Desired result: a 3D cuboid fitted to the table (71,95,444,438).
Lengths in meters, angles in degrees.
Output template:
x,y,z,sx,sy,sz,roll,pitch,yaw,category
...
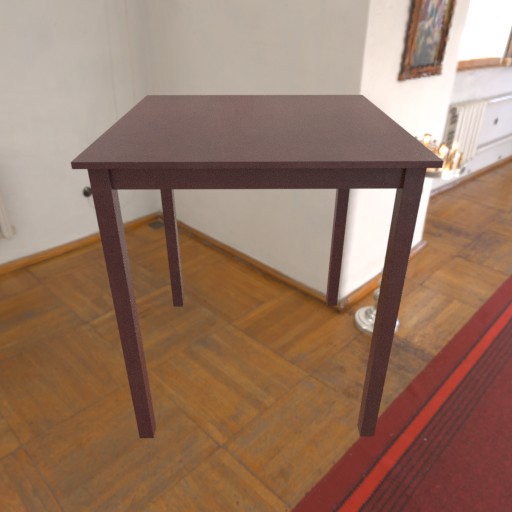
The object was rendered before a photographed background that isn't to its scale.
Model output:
x,y,z,sx,sy,sz,roll,pitch,yaw,category
0.000,0.000,1.642,0.861,0.991,0.861,0,30,0,table
